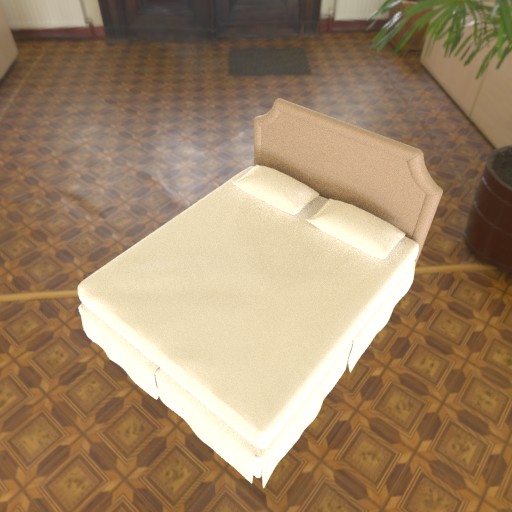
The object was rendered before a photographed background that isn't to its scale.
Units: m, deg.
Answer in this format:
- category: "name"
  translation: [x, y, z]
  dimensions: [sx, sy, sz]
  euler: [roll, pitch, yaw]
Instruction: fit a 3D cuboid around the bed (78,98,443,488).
- category: "bed"
  translation: [0.000, 0.000, 4.148]
  dimensions: [2.350, 1.590, 2.773]
  euler: [30, 53, 26]
